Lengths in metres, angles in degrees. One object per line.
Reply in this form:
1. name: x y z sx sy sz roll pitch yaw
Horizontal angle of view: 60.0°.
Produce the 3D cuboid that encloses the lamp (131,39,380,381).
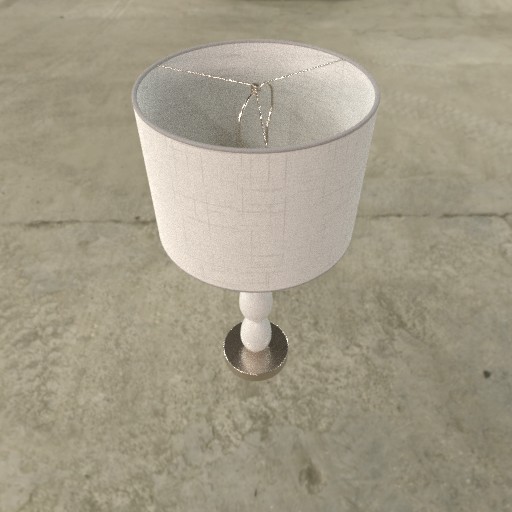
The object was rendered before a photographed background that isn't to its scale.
1. lamp: 0.000 0.000 0.704 0.280 0.559 0.282 19 48 17
